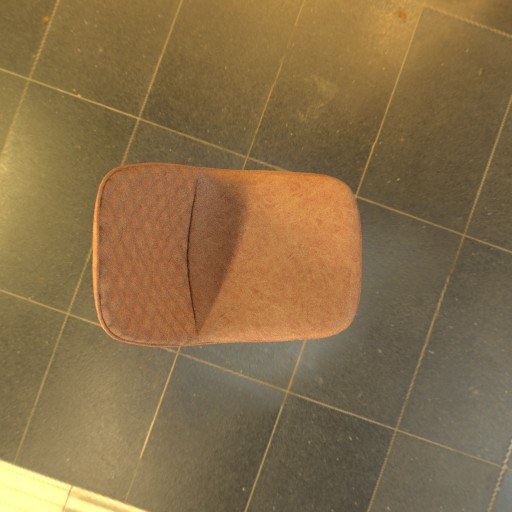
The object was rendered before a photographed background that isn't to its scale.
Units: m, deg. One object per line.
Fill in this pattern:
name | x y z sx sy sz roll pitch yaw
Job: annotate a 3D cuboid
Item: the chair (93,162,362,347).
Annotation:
chair | 0.000 0.000 1.181 0.561 0.889 0.472 0 89 -1
